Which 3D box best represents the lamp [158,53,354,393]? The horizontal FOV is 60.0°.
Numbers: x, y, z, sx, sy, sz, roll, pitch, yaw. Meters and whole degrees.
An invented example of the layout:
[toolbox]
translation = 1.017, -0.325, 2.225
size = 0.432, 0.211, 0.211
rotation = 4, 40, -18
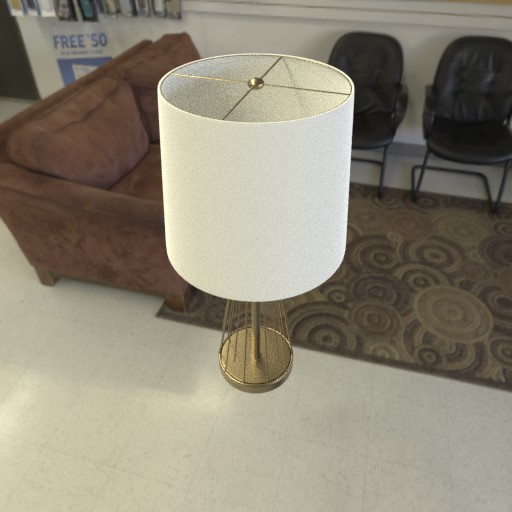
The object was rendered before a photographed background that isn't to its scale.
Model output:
[lamp]
translation = 0.000, 0.000, 0.786
size = 0.303, 0.618, 0.303
rotation = 0, 40, 0
